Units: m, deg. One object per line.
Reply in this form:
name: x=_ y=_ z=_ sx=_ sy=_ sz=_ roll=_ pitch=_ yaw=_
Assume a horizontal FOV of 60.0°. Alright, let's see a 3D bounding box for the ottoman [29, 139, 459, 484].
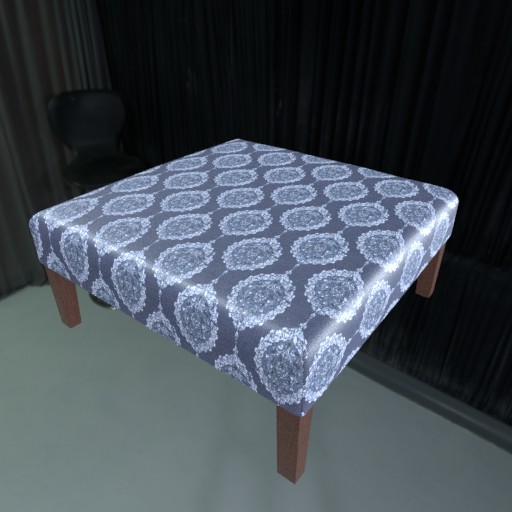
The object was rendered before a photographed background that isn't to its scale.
ottoman: x=0.000 y=0.000 z=1.351 sx=0.889 sy=0.409 sz=0.890 roll=22 pitch=38 yaw=31
